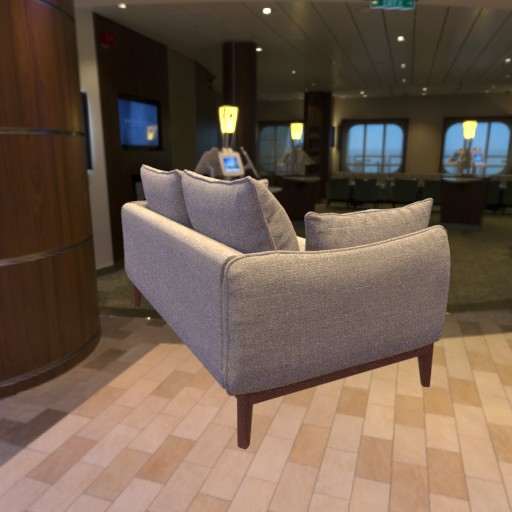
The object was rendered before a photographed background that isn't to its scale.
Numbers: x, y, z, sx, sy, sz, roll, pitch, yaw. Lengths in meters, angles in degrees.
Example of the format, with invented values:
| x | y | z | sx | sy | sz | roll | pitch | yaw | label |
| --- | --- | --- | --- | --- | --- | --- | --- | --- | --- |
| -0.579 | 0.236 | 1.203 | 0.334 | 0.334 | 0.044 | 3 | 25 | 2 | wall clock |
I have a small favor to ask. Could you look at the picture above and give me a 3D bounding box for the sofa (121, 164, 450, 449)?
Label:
| x | y | z | sx | sy | sz | roll | pitch | yaw | label |
| --- | --- | --- | --- | --- | --- | --- | --- | --- | --- |
| 0.000 | 0.000 | 2.139 | 0.972 | 0.851 | 1.580 | -7 | 15 | -27 | sofa |
